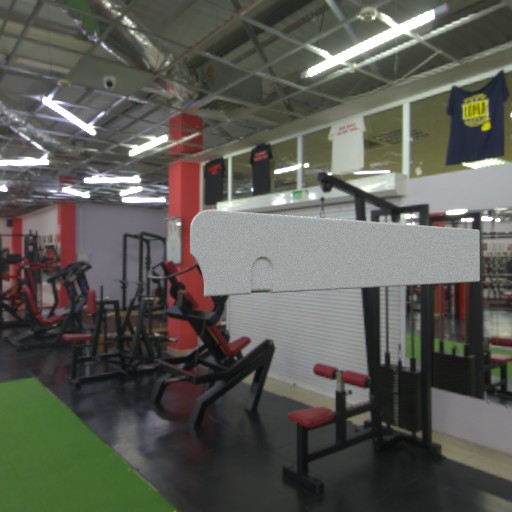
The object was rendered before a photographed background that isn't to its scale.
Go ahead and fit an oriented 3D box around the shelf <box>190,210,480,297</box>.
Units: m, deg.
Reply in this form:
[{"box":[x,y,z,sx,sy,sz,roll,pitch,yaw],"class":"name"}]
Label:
[{"box":[0.000,0.000,0.461,0.310,0.050,0.310,0,-1,-36],"class":"shelf"}]
